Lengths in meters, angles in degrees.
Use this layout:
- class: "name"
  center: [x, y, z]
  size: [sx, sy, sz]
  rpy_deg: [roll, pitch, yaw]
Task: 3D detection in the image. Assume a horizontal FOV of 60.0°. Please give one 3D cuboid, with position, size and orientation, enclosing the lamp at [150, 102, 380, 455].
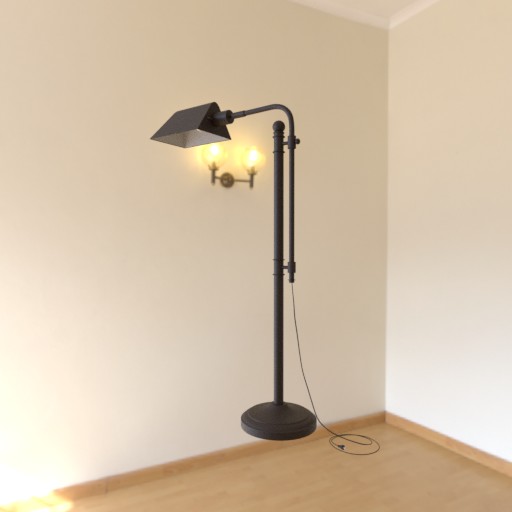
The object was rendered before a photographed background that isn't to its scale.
- class: "lamp"
  center: [0.000, 0.000, 0.960]
  size: [0.545, 0.708, 0.159]
  rpy_deg: [1, 1, 36]
